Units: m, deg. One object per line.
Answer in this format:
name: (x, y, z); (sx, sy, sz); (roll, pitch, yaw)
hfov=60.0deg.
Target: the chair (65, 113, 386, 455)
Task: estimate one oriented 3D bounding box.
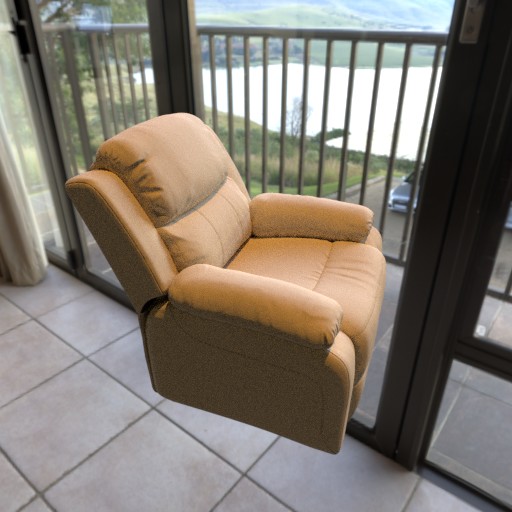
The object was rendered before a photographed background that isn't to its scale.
chair: (0.000, 0.000, 1.241); (0.709, 0.702, 0.680); (10, 31, 17)
